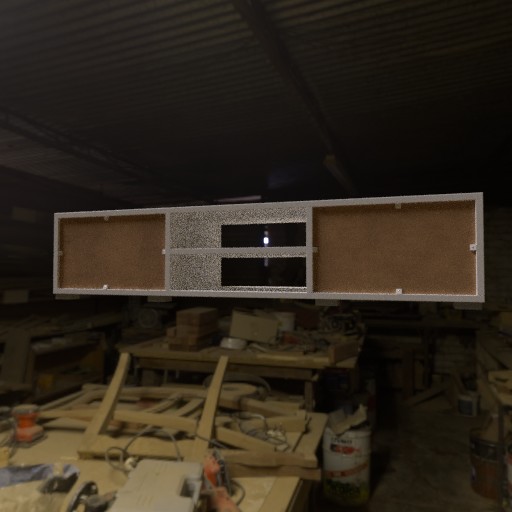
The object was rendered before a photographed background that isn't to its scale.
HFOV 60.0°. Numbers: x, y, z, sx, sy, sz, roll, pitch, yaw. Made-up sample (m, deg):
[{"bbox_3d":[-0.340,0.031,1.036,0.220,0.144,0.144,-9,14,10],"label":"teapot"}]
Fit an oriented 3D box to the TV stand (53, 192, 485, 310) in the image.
[{"bbox_3d":[0.000,0.000,1.585,1.400,0.310,0.420,-1,-2,18],"label":"TV stand"}]
